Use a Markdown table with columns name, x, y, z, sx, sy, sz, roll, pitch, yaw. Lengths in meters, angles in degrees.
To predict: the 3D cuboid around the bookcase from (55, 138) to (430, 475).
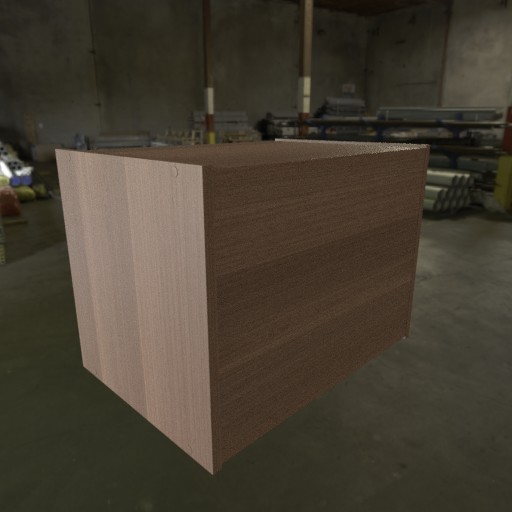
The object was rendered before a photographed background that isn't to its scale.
| name | x | y | z | sx | sy | sz | roll | pitch | yaw |
| --- | --- | --- | --- | --- | --- | --- | --- | --- | --- |
| bookcase | 0.000 | 0.000 | 0.636 | 0.290 | 0.305 | 0.415 | 16 | 24 | 42 |
